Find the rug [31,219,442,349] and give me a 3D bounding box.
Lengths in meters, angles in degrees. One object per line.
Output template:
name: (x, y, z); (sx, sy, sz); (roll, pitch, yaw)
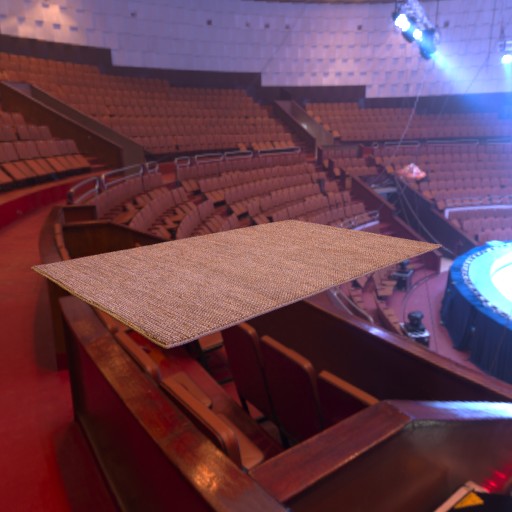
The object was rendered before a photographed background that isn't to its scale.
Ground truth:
rug: (0.000, 0.000, 3.049); (2.438, 0.034, 1.521); (-14, 20, -42)
